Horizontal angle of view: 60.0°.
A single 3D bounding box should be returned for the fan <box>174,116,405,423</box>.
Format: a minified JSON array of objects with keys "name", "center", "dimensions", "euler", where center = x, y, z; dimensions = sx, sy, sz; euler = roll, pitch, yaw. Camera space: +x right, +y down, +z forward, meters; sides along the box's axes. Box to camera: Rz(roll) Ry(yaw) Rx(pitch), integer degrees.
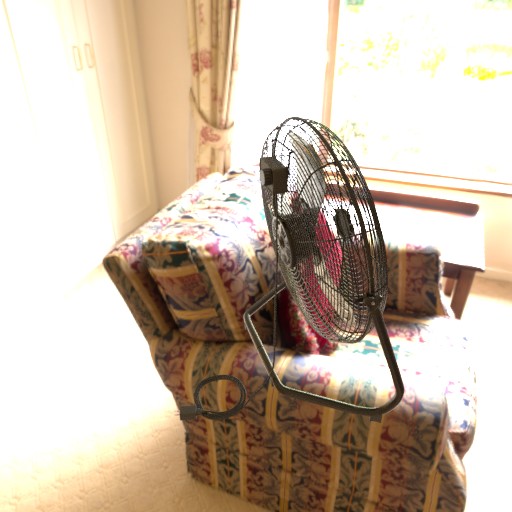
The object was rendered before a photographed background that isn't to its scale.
[{"name":"fan","center":[0.000,0.000,0.923],"dimensions":[0.424,0.546,0.555],"euler":[-9,31,-15]}]
